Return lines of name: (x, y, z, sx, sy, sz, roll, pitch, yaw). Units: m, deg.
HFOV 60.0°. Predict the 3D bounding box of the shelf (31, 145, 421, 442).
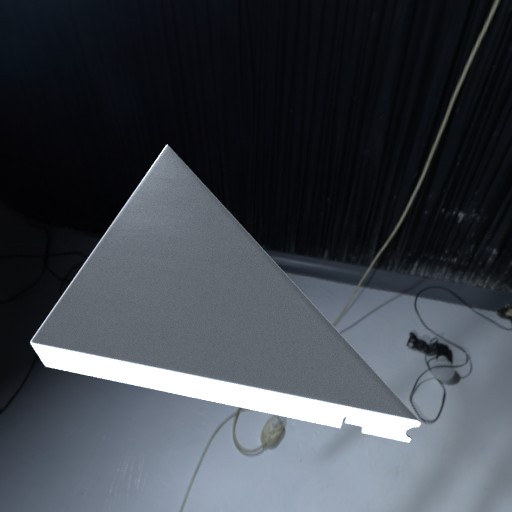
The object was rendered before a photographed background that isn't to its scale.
shelf: (0.000, 0.000, 0.435, 0.296, 0.035, 0.296, 9, 46, 9)
